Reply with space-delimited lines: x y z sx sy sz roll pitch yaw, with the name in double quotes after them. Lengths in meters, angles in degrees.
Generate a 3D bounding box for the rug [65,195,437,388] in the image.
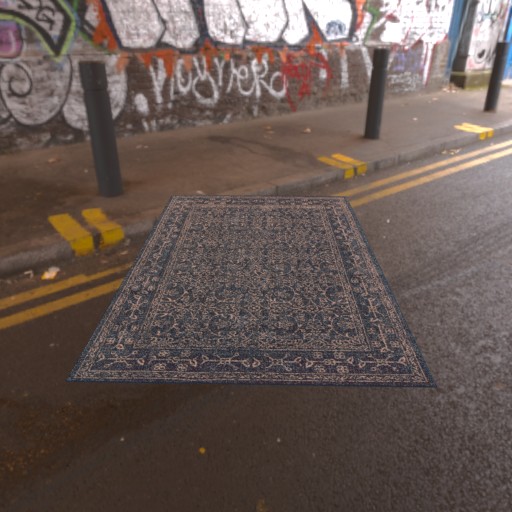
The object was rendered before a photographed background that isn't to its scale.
0.000 0.000 2.238 1.200 0.005 1.819 1 27 1 "rug"
